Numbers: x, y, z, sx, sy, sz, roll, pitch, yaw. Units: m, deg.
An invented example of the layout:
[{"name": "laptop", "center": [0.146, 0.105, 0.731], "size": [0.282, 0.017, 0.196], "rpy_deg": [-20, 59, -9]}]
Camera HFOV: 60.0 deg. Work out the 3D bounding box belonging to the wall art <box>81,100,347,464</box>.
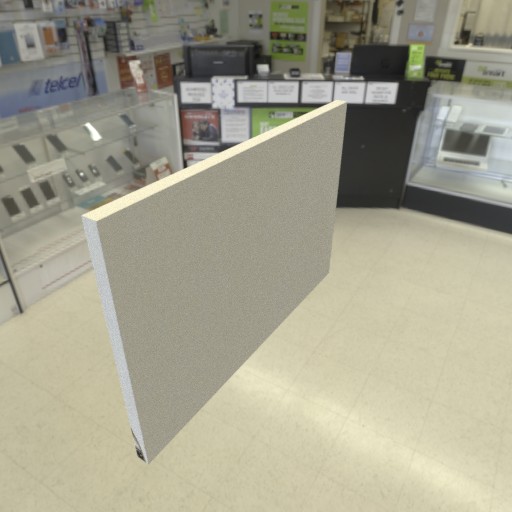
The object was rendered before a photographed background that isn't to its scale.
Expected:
[{"name": "wall art", "center": [0.000, 0.000, 1.136], "size": [0.038, 0.601, 0.898], "rpy_deg": [20, 37, 28]}]
